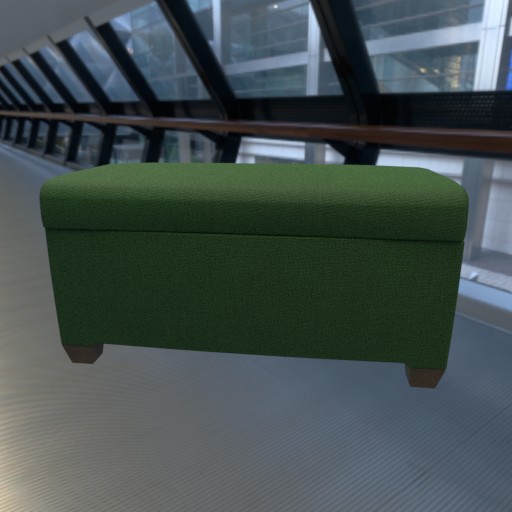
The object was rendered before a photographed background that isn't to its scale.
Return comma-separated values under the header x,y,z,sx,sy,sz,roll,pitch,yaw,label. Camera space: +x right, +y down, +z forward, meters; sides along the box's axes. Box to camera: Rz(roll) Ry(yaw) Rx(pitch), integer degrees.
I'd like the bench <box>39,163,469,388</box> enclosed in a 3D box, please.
x,y,z,sx,sy,sz,roll,pitch,yaw,label
0.000,0.000,1.263,0.989,0.501,0.505,2,17,7,bench
